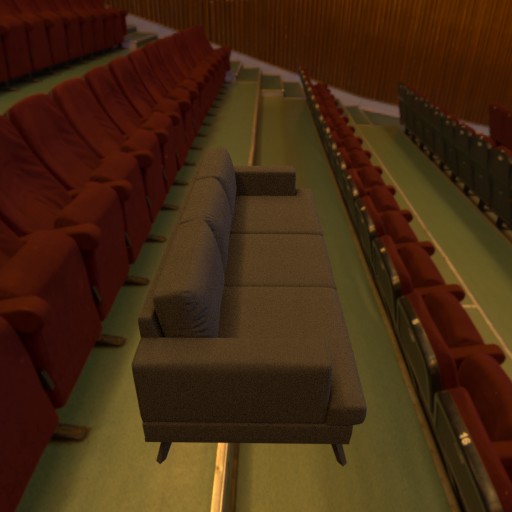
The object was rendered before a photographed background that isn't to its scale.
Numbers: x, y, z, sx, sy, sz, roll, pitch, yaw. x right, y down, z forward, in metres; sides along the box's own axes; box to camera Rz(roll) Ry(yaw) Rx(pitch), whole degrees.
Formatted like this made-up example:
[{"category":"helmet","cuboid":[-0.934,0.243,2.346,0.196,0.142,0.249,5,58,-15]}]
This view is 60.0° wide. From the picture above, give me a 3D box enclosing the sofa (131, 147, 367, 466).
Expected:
[{"category":"sofa","cuboid":[0.000,0.000,2.723,0.920,0.810,2.310,0,30,1]}]
